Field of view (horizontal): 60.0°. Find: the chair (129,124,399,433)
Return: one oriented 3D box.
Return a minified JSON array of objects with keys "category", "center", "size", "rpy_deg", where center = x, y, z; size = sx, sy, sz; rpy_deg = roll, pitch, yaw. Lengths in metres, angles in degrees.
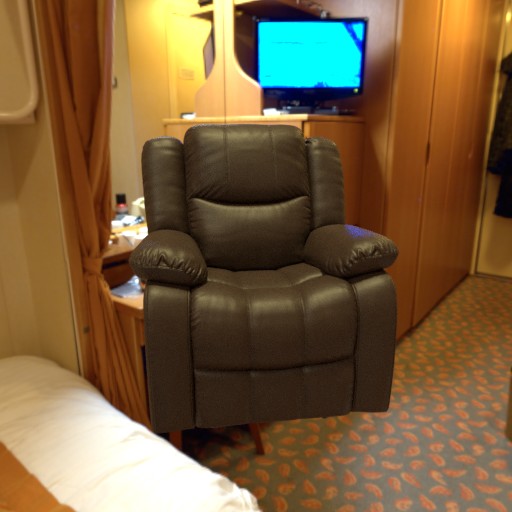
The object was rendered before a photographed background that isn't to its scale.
[{"category":"chair","center":[0.000,0.000,1.747],"size":[0.899,1.009,0.934],"rpy_deg":[-2,16,-8]}]
